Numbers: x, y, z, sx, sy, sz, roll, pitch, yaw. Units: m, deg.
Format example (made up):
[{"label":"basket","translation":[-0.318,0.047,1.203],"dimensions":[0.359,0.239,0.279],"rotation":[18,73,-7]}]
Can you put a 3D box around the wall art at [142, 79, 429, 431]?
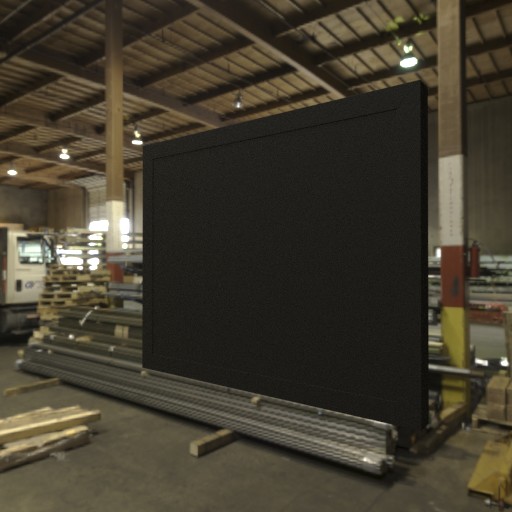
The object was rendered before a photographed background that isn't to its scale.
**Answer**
[{"label":"wall art","translation":[0.000,0.000,0.545],"dimensions":[0.404,0.329,0.024],"rotation":[0,-1,37]}]
